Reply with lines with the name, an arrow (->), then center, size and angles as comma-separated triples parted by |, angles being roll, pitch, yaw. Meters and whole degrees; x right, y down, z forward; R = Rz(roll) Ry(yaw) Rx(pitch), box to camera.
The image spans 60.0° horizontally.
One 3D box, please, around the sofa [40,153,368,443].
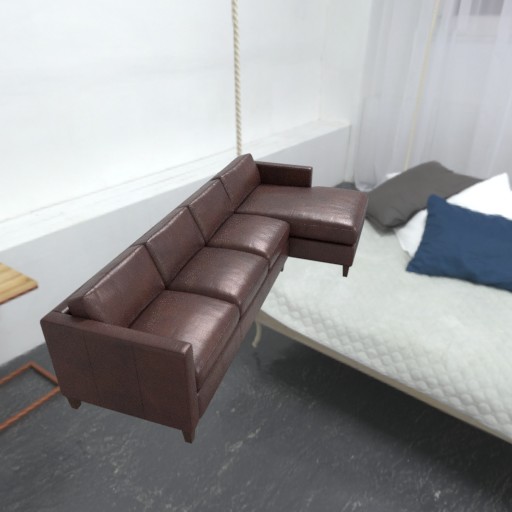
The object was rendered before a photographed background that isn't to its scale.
sofa -> 0.000, 0.000, 3.790 | 1.581, 0.883, 3.203 | 9, 31, 16
